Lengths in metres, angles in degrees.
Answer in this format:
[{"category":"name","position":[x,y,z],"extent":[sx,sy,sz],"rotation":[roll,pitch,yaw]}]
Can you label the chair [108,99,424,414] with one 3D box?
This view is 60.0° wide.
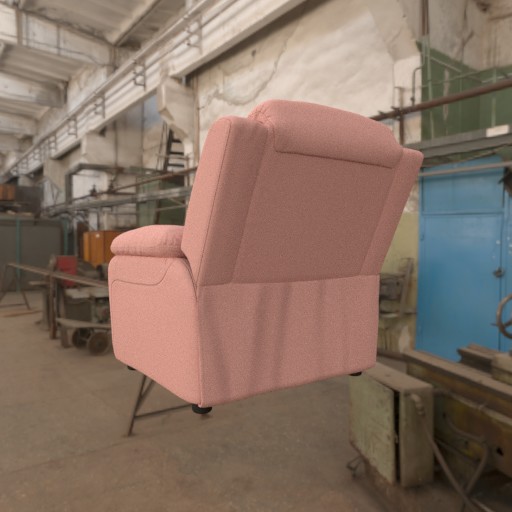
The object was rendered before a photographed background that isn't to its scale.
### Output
[{"category":"chair","position":[0.000,0.000,1.275],"extent":[0.680,0.702,0.709],"rotation":[-1,2,-34]}]
